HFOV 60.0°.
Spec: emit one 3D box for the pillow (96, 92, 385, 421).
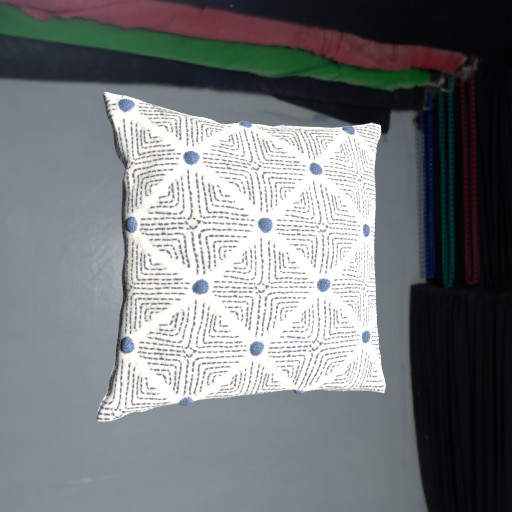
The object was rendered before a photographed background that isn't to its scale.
[{"bbox_3d":[0.000,0.000,0.761,0.510,0.510,0.145,1,-2,-18],"label":"pillow"}]
